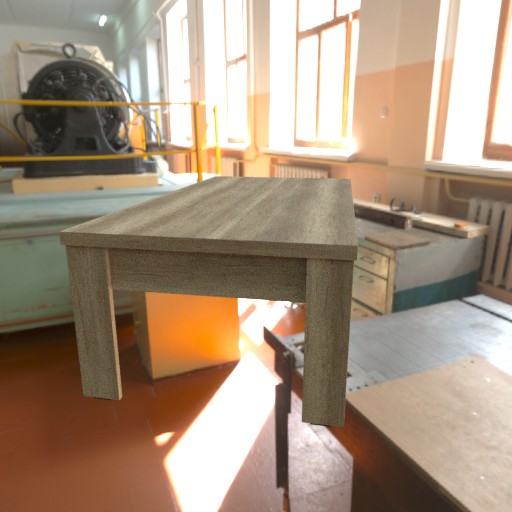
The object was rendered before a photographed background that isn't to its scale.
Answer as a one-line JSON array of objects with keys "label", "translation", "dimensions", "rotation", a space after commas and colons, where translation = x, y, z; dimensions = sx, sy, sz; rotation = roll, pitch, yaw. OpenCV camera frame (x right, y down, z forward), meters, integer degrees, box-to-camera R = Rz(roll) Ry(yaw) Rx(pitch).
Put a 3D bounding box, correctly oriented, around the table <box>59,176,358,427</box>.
[{"label": "table", "translation": [0.000, 0.000, 1.697], "dimensions": [0.700, 0.460, 1.350], "rotation": [3, 16, 11]}]
